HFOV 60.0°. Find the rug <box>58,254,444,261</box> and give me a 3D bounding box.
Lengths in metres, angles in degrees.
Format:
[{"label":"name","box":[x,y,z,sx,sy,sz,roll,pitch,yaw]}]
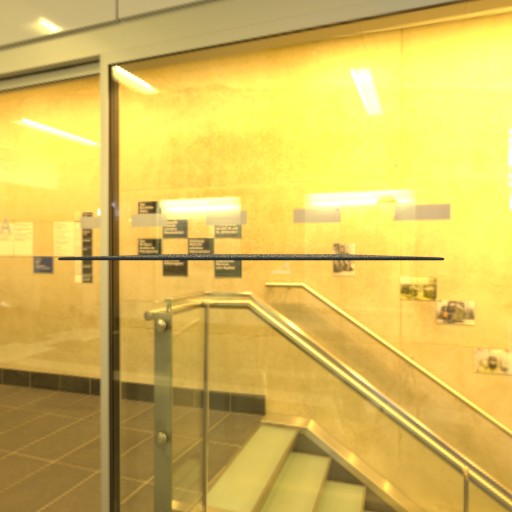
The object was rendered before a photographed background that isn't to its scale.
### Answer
[{"label":"rug","box":[0.000,0.000,2.302,1.219,0.010,1.829,0,1,1]}]
